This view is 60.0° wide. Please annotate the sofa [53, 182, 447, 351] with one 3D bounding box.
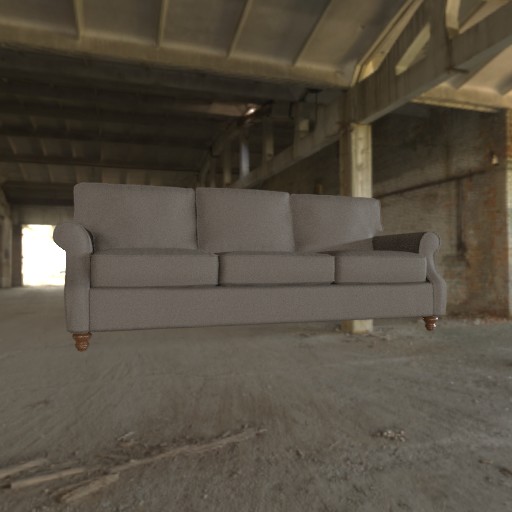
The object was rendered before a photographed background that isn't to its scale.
[{"bbox_3d":[0.000,0.000,2.861,2.353,0.948,0.966,0,-1,-18],"label":"sofa"}]
